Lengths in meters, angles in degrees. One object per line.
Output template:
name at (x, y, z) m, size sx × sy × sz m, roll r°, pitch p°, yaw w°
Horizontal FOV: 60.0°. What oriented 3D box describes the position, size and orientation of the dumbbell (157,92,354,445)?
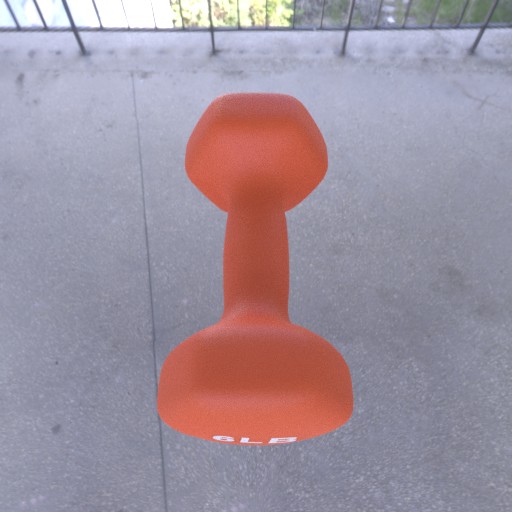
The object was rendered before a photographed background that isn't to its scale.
dumbbell at (0.000, 0.000, 0.209) m, size 0.079 × 0.071 × 0.162 m, roll 1°, pitch 59°, yaw 0°
